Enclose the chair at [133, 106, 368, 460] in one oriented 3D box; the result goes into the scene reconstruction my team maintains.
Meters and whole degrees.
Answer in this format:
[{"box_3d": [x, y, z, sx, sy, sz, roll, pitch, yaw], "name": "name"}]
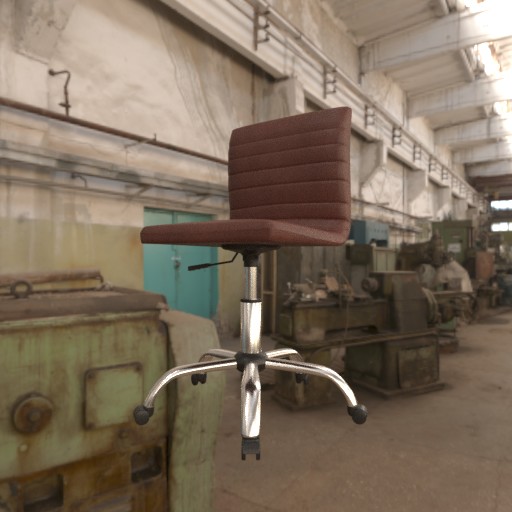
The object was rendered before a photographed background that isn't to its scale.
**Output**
[{"box_3d": [0.000, 0.000, 1.139, 0.556, 0.780, 0.530, 0, 1, 36], "name": "chair"}]
